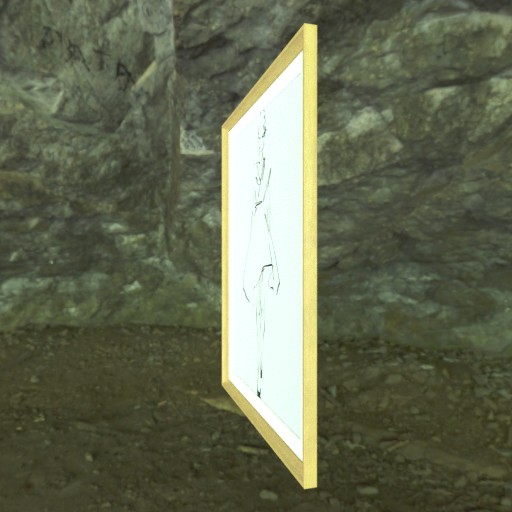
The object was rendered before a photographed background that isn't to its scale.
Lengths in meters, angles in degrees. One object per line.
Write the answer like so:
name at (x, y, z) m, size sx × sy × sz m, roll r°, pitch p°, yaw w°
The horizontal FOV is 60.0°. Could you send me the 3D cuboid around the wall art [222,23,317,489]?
wall art at (0.000, 0.000, 1.338) m, size 0.030 × 1.002 × 0.798 m, roll 0°, pitch 0°, yaw -17°
